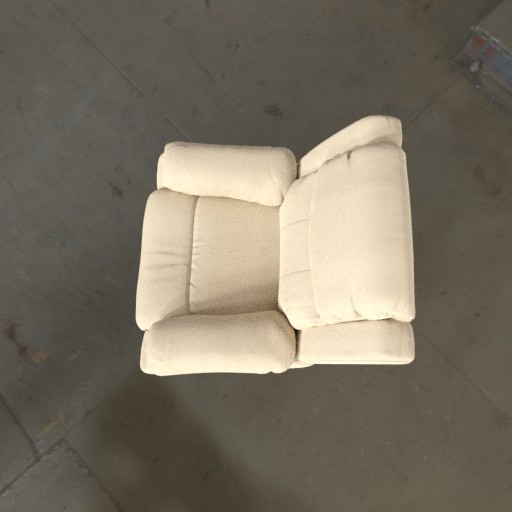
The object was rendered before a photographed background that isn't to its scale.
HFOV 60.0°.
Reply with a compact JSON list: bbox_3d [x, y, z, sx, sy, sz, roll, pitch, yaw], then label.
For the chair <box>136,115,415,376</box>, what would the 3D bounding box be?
[{"bbox_3d":[0.000,0.000,1.277,0.709,0.702,0.680,2,76,0],"label":"chair"}]
